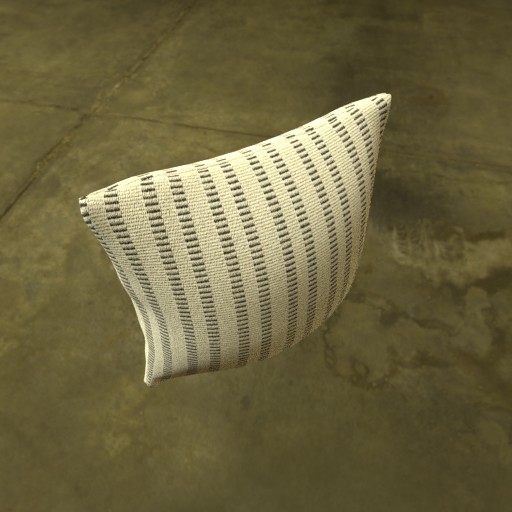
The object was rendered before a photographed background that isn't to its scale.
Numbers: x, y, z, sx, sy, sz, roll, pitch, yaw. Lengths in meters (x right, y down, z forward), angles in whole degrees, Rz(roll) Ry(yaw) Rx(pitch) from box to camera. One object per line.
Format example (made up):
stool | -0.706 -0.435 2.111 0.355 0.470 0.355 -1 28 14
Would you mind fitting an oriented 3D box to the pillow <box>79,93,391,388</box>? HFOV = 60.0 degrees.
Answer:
pillow | 0.000 0.000 0.684 0.438 0.419 0.247 -24 52 -21
